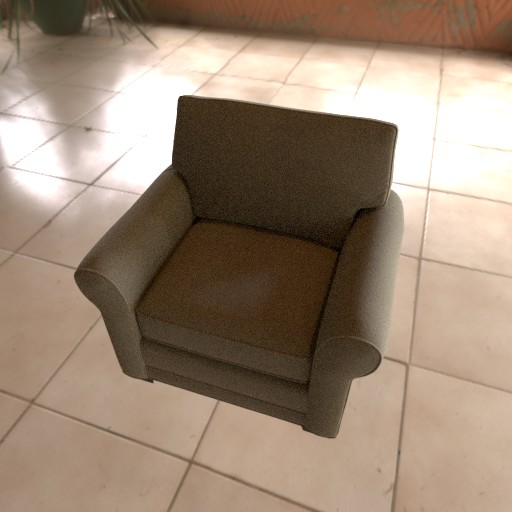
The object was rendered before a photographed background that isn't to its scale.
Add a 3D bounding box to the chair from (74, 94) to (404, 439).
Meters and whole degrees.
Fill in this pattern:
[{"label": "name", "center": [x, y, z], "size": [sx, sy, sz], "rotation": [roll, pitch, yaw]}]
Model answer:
[{"label": "chair", "center": [0.000, 0.000, 1.890], "size": [1.147, 1.044, 0.939], "rotation": [13, 44, 13]}]
